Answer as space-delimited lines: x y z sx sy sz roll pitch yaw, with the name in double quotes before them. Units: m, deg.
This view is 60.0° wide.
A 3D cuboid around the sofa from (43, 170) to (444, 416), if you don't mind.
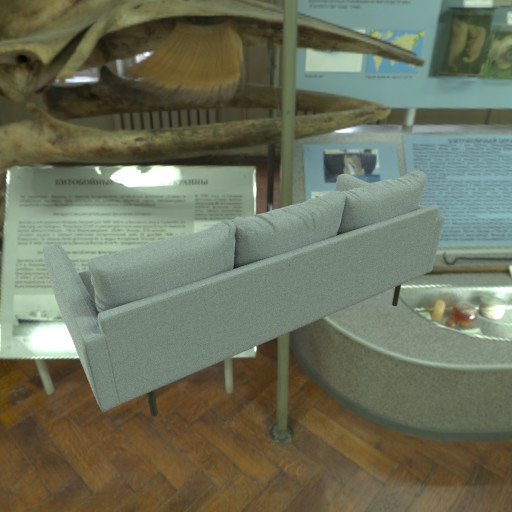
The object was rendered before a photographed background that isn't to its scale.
"sofa" 0.000 0.000 2.424 2.000 0.830 0.850 -18 35 -27
